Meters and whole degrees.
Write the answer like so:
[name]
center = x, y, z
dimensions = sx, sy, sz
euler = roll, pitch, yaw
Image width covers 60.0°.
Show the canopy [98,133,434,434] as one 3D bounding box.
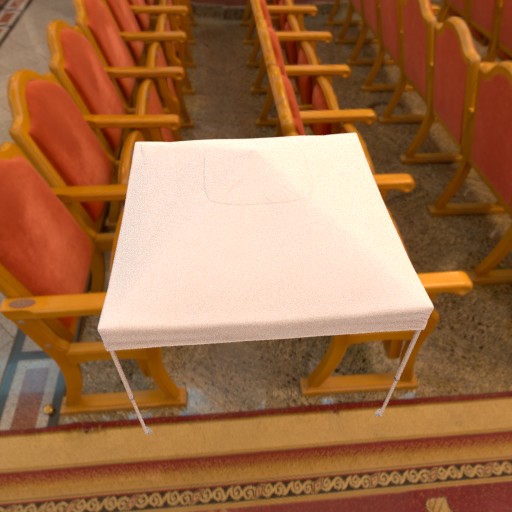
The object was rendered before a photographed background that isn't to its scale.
[canopy]
center = 0.000, 0.000, 5.448
dimensions = 2.996, 2.997, 2.998
euler = -3, 46, -3
